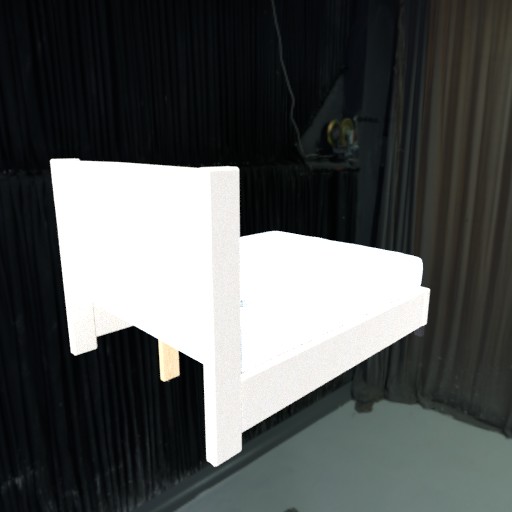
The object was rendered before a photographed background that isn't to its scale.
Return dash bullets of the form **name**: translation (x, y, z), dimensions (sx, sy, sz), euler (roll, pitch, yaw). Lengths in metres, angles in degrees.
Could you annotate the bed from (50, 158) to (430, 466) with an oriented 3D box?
- **bed**: translation (0.000, 0.000, 3.419), dimensions (2.293, 1.471, 1.778), euler (-13, 19, -43)
